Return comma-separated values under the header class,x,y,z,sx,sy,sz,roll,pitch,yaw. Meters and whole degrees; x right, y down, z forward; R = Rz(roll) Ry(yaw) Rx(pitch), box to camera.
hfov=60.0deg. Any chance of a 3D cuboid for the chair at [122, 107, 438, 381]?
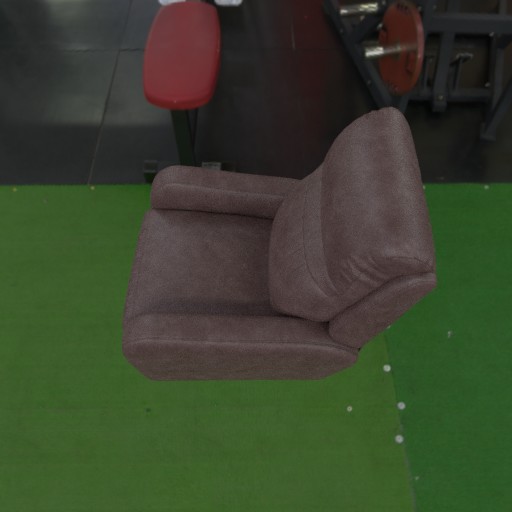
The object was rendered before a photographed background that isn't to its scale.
class,x,y,z,sx,sy,sz,roll,pitch,yaw
chair,0.000,0.000,1.796,1.067,1.067,0.865,2,58,1
